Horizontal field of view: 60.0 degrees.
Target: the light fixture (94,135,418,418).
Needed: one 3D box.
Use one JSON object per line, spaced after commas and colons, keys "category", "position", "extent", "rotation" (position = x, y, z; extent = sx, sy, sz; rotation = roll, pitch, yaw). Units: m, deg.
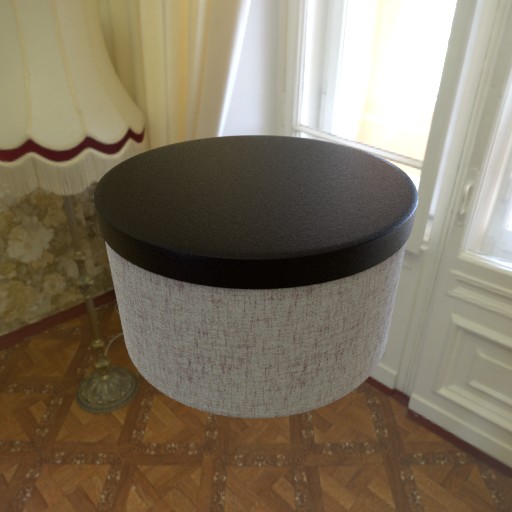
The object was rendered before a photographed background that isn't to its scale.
{"category": "light fixture", "position": [0.000, 0.000, 0.614], "extent": [0.389, 0.229, 0.389], "rotation": [0, 31, 0]}
